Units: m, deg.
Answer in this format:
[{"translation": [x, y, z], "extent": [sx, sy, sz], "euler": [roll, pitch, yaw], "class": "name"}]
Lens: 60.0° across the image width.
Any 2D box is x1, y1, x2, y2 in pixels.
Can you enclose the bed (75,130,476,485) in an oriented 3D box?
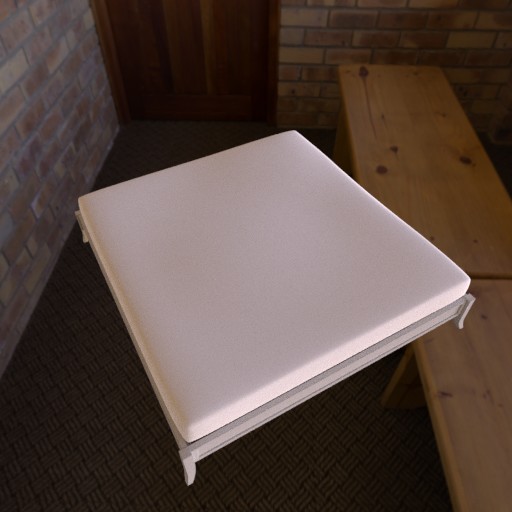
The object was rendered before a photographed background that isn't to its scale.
[{"translation": [0.000, 0.000, 3.093], "extent": [2.007, 0.510, 2.108], "euler": [-22, 50, -20], "class": "bed"}]
